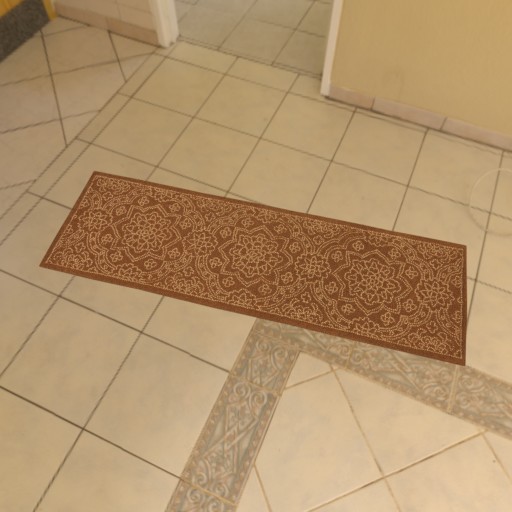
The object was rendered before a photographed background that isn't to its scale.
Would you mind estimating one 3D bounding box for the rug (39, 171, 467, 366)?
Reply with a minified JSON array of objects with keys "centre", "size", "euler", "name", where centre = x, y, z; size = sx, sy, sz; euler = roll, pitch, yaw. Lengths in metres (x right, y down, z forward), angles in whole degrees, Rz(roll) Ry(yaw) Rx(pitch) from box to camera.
[{"centre":[0.000,0.000,2.644],"size":[2.448,0.012,0.769],"euler":[12,60,7],"name":"rug"}]
